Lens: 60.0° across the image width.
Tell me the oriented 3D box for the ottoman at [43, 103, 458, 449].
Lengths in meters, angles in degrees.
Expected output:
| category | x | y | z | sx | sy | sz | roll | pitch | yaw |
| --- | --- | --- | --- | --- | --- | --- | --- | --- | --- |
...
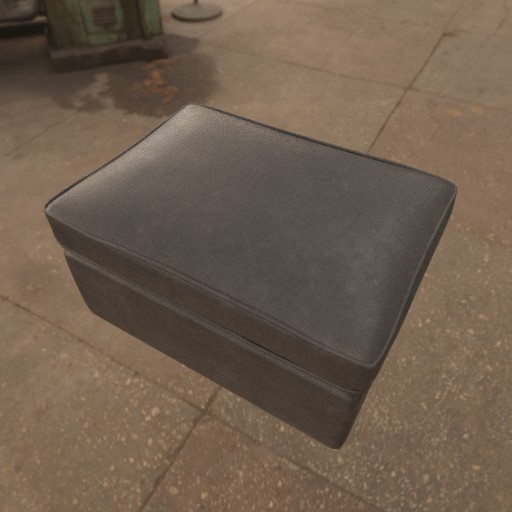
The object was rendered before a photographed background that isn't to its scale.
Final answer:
| category | x | y | z | sx | sy | sz | roll | pitch | yaw |
| --- | --- | --- | --- | --- | --- | --- | --- | --- | --- |
| ottoman | 0.000 | 0.000 | 1.095 | 0.756 | 0.445 | 0.554 | 23 | 51 | 21 |
